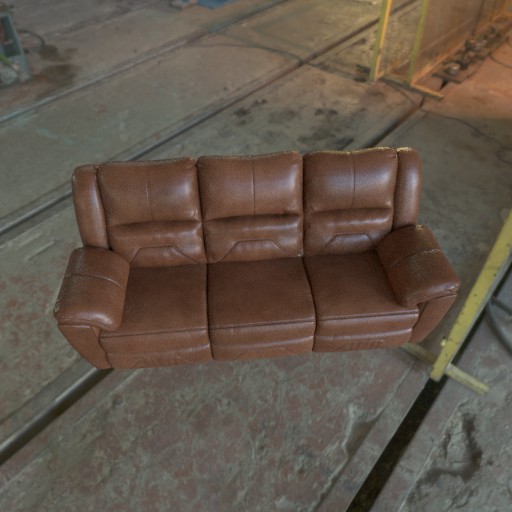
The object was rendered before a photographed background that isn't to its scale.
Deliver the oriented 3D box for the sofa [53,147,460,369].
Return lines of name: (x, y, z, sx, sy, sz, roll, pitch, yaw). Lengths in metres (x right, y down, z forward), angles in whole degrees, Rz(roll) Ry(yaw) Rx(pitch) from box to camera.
sofa: (0.000, 0.000, 2.860, 2.337, 1.043, 0.991, -4, 47, -4)
